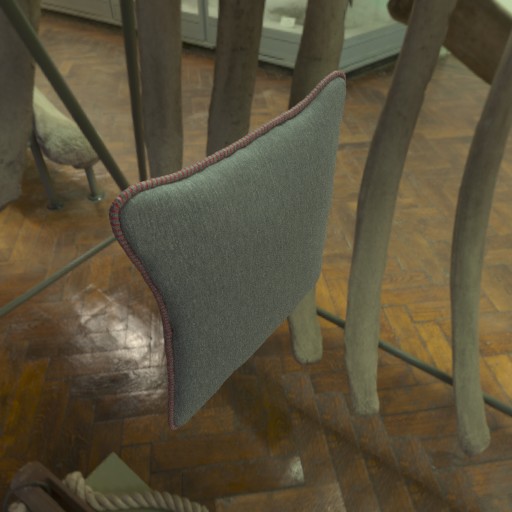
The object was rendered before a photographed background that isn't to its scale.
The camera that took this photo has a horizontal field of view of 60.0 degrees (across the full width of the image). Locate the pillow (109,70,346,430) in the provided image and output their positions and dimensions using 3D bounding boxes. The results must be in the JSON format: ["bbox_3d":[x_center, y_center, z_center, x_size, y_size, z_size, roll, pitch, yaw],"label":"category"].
[{"bbox_3d":[0.000,0.000,0.740,0.124,0.491,0.482,27,49,27],"label":"pillow"}]
